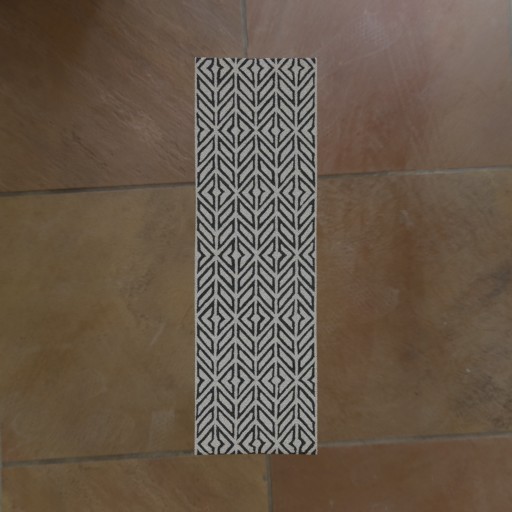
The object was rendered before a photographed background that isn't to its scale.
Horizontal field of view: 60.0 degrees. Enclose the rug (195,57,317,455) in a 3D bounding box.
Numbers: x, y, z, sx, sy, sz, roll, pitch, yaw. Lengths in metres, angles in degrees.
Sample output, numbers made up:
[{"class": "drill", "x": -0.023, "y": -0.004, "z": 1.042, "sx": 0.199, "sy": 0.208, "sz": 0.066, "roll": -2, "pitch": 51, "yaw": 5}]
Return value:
[{"class": "rug", "x": 0.000, "y": 0.000, "z": 2.719, "sx": 0.750, "sy": 0.009, "sz": 2.435, "roll": 0, "pitch": 90, "yaw": 0}]
